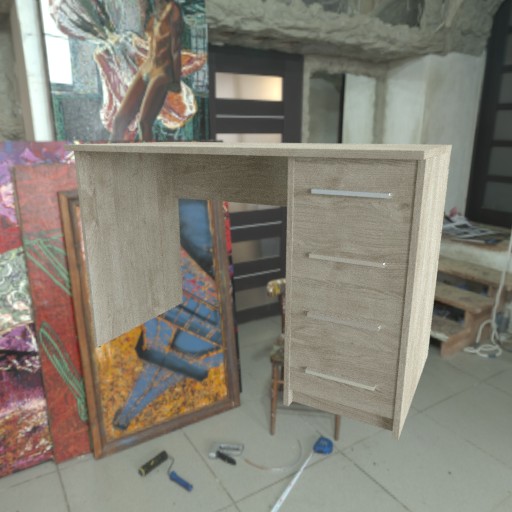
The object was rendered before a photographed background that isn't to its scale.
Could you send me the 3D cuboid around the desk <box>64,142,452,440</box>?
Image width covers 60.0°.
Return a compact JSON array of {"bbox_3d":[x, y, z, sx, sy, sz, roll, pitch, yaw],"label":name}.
[{"bbox_3d":[0.000,0.000,1.499,1.096,0.730,0.560,8,17,27],"label":"desk"}]
